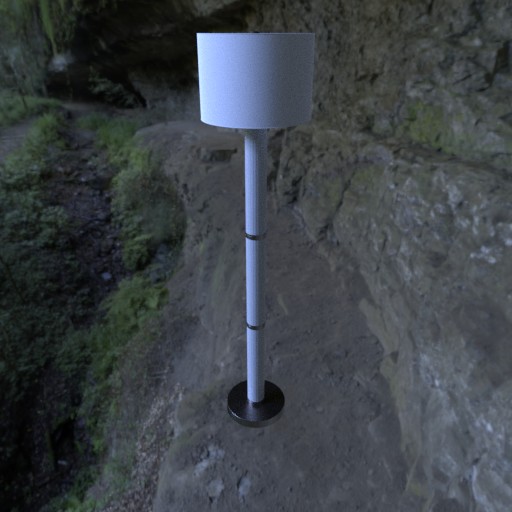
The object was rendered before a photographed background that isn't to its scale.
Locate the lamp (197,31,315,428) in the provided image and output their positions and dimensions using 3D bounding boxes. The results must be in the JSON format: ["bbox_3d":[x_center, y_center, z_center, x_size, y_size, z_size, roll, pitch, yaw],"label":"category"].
[{"bbox_3d":[0.000,0.000,1.767,0.377,1.599,0.377,9,28,17],"label":"lamp"}]
